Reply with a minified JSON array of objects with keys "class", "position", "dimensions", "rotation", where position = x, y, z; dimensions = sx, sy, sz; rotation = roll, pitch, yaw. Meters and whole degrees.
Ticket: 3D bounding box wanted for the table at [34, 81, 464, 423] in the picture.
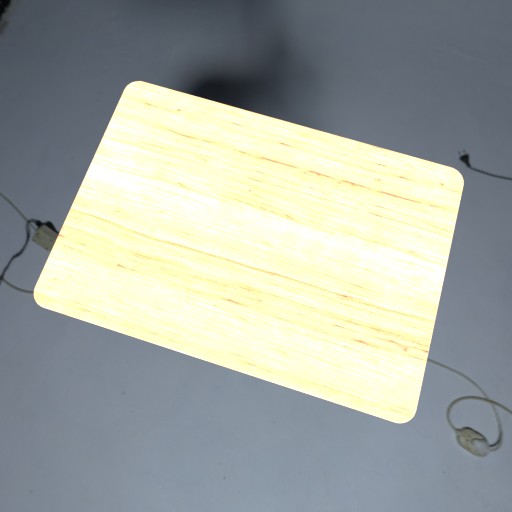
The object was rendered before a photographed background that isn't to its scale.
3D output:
[{"class":"table","position":[0.000,0.000,1.389],"dimensions":[0.997,0.445,0.696],"rotation":[17,76,4]}]
